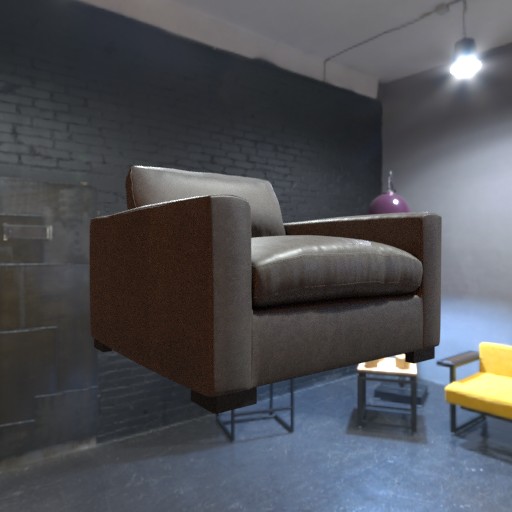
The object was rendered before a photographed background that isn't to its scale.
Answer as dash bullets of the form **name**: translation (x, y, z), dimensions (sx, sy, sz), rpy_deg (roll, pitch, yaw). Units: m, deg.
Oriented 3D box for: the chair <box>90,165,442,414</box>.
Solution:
- **chair**: translation (0.000, 0.000, 1.842), dimensions (1.106, 0.807, 1.080), rpy_deg (0, 1, -36)
